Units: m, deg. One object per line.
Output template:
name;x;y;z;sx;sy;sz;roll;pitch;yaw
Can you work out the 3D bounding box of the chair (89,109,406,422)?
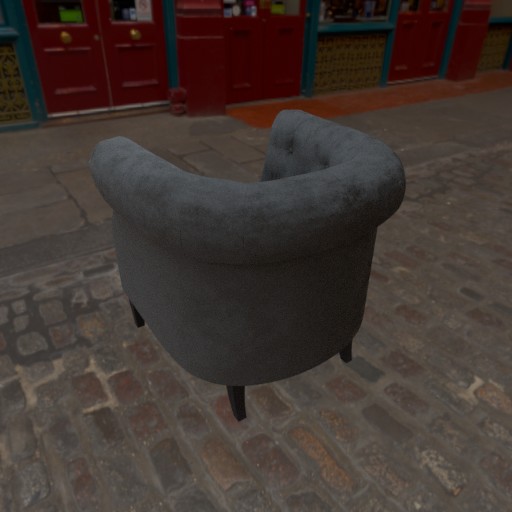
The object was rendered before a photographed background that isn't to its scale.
chair;0.000;0.000;1.573;0.904;0.826;0.851;-19;36;-28
